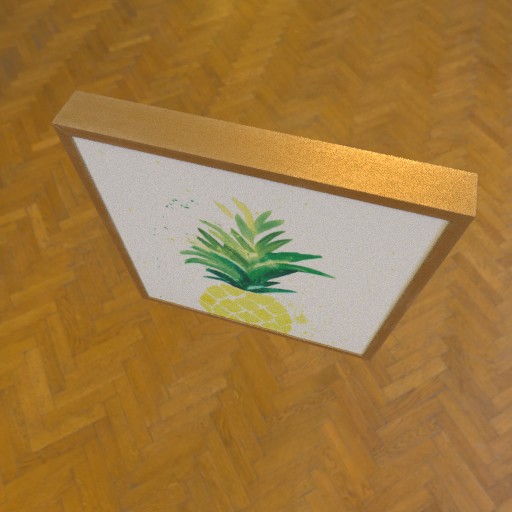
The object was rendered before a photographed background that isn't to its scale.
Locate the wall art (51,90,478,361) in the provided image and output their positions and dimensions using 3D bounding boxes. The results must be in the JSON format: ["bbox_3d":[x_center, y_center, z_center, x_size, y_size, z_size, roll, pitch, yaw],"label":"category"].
[{"bbox_3d":[0.000,0.000,0.447,0.306,0.305,0.038,14,60,8],"label":"wall art"}]
